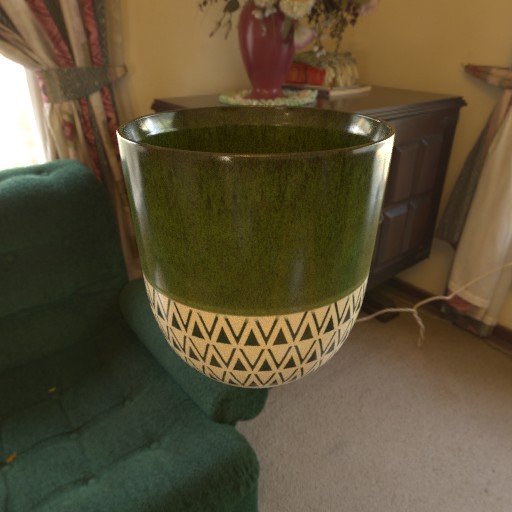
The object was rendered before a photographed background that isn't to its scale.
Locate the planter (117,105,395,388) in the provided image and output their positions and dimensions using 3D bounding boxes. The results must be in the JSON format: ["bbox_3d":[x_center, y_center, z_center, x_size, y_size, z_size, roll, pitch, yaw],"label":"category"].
[{"bbox_3d":[0.000,0.000,0.463,0.245,0.270,0.245,0,26,0],"label":"planter"}]
